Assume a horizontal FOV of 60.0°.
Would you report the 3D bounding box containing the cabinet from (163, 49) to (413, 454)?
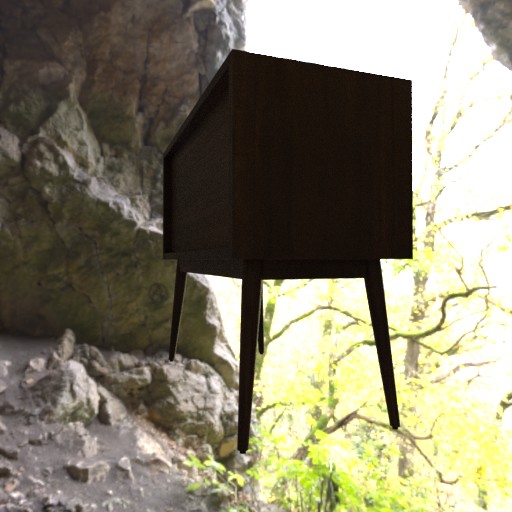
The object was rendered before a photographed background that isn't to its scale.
[{"bbox_3d":[0.000,0.000,1.114,0.354,0.654,0.743,0,-1,-20],"label":"cabinet"}]
